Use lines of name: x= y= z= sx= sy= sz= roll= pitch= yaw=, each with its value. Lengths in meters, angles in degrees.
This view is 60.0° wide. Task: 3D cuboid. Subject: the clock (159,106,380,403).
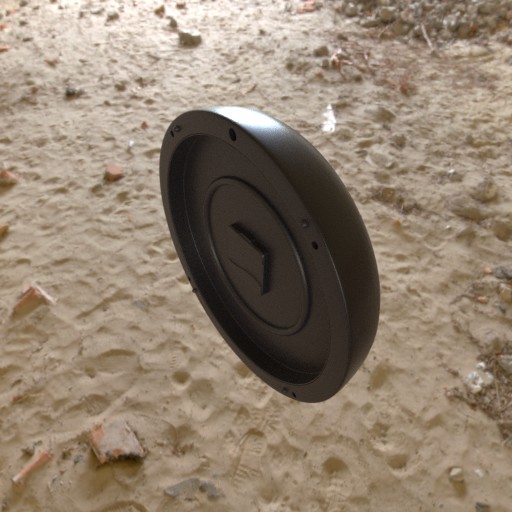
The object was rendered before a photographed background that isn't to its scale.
clock: x=0.000 y=0.000 z=0.446 sx=0.060 sy=0.300 sz=0.300 roll=-27 pitch=48 yaw=-27
